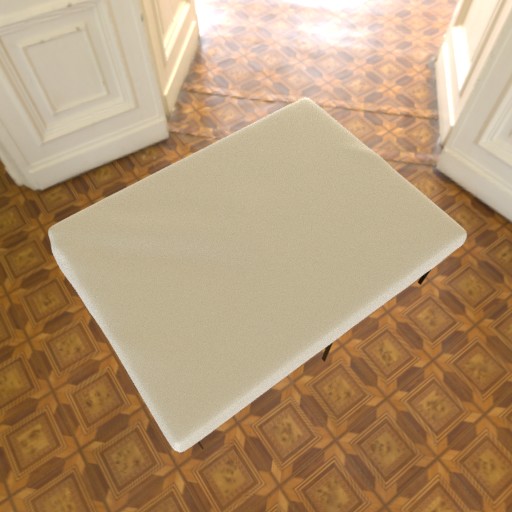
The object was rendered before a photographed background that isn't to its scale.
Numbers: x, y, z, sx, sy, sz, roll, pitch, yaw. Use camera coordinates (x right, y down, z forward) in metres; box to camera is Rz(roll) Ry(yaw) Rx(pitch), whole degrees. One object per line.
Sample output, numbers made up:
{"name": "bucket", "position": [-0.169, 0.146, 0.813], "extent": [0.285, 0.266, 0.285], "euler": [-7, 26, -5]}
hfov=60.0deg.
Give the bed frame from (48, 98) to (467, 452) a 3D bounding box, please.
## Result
{"name": "bed frame", "position": [0.000, 0.000, 2.947], "extent": [2.151, 0.667, 1.584], "euler": [-32, 64, -18]}
